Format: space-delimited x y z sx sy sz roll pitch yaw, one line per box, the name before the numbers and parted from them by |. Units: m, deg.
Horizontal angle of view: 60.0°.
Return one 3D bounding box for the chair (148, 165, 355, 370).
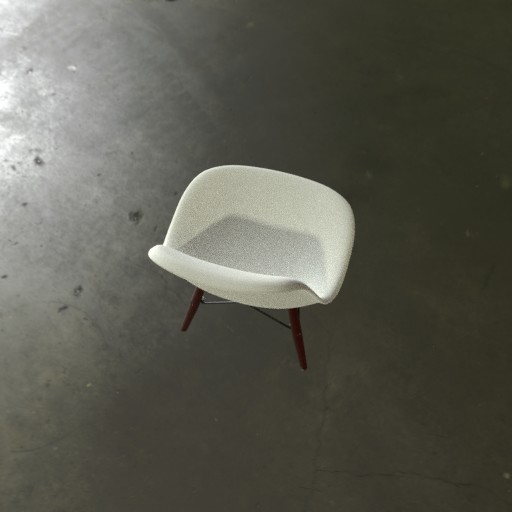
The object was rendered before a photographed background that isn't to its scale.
chair | 0.000 0.000 1.162 0.470 0.826 0.533 14 65 7
